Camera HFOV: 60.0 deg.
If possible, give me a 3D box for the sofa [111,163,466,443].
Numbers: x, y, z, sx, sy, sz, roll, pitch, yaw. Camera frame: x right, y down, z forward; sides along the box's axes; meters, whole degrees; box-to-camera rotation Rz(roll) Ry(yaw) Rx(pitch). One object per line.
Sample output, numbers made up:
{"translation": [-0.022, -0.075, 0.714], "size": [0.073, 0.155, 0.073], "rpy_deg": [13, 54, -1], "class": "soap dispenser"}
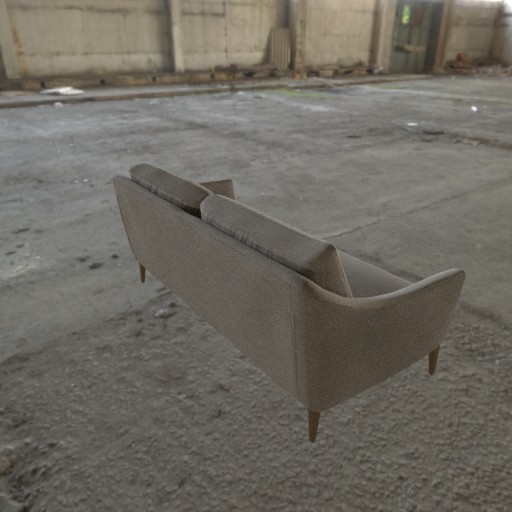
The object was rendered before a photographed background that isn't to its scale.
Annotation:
{"translation": [0.000, 0.000, 2.607], "size": [0.980, 0.913, 2.036], "rpy_deg": [-18, 31, -33], "class": "sofa"}
